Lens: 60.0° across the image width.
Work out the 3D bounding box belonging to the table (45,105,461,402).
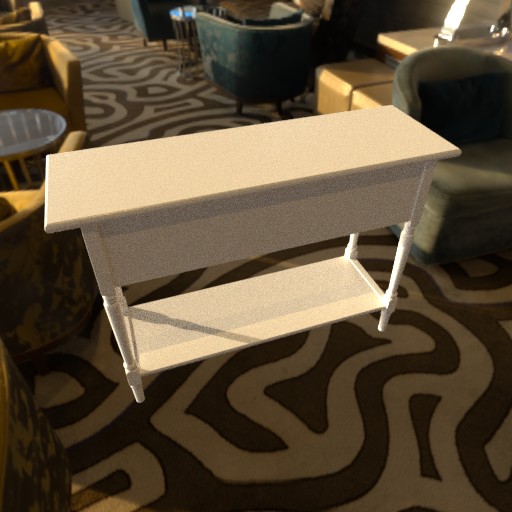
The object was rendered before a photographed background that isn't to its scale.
[{"bbox_3d":[0.000,0.000,1.590,1.191,0.814,0.386,-13,42,-15],"label":"table"}]
